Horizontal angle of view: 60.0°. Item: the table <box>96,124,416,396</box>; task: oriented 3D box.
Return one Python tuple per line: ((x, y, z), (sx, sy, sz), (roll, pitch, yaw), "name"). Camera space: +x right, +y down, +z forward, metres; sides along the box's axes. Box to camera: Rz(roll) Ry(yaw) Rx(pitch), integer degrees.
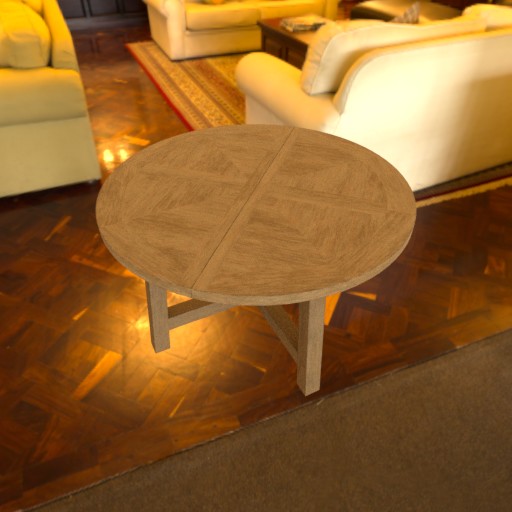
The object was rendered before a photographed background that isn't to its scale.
((0.000, 0.000, 2.134), (1.319, 0.762, 1.319), (0, 40, 0), "table")
